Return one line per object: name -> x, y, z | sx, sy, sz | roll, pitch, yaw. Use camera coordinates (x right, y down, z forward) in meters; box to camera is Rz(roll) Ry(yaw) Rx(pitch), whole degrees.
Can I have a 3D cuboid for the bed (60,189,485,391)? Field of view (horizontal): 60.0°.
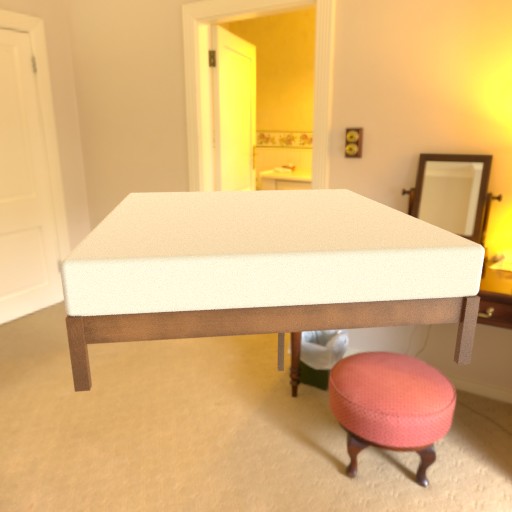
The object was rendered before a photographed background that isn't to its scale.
bed -> 0.000, 0.000, 3.014 | 1.930, 0.616, 2.049 | -2, 16, -7
